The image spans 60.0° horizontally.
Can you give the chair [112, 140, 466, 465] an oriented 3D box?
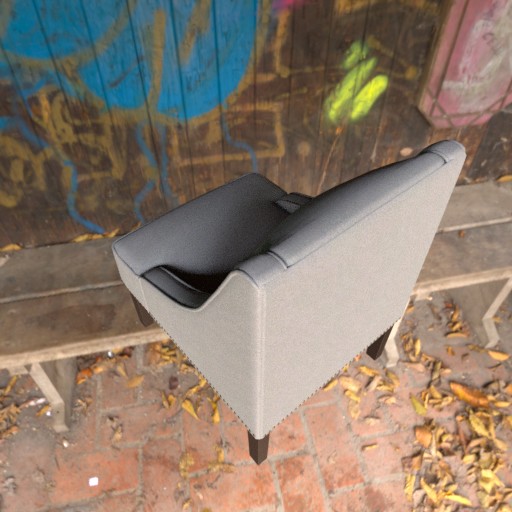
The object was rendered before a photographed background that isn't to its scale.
[{"bbox_3d":[0.000,0.000,1.341,0.631,0.867,0.747,-32,54,-27],"label":"chair"}]
